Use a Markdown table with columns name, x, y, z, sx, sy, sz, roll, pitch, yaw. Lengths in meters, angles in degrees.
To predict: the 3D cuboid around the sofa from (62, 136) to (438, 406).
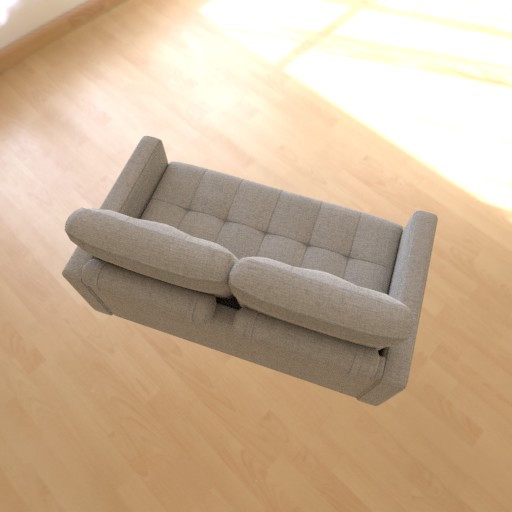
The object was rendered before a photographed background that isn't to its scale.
| name | x | y | z | sx | sy | sz | roll | pitch | yaw |
| --- | --- | --- | --- | --- | --- | --- | --- | --- | --- |
| sofa | 0.000 | 0.000 | 1.950 | 1.407 | 0.907 | 0.842 | 17 | 64 | 8 |
